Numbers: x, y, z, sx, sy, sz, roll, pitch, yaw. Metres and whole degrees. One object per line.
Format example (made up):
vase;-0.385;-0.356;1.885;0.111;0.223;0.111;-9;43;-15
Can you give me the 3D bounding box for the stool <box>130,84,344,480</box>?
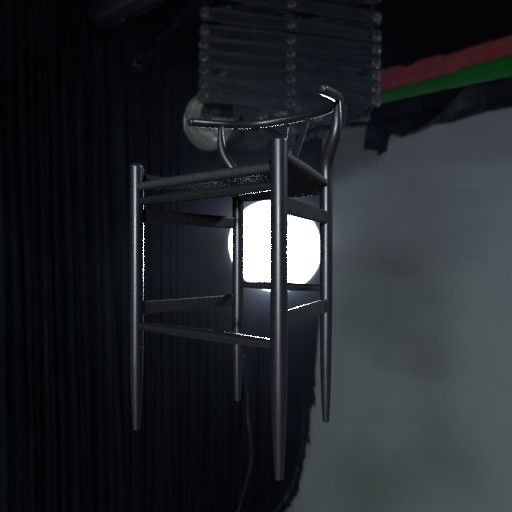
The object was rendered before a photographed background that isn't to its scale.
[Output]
stool;0.000;0.000;1.438;0.569;1.072;0.579;0;0;36
